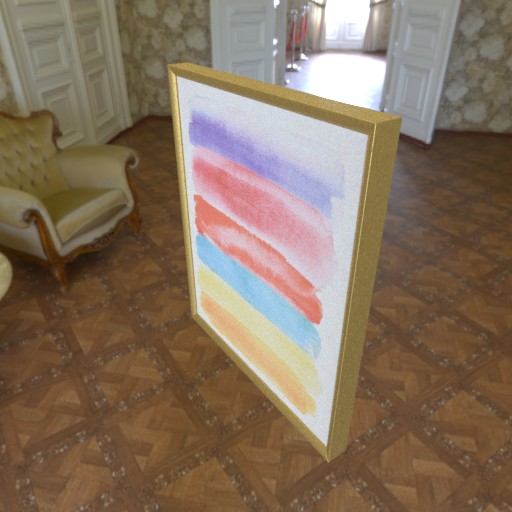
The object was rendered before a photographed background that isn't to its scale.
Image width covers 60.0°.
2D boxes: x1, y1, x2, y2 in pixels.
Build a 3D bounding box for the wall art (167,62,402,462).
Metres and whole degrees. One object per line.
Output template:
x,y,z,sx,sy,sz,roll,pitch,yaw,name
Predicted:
0.000,0.000,0.874,0.048,0.642,0.537,-21,37,-30,wall art
